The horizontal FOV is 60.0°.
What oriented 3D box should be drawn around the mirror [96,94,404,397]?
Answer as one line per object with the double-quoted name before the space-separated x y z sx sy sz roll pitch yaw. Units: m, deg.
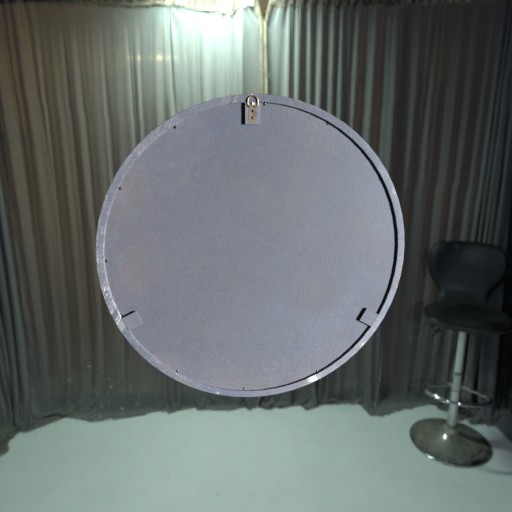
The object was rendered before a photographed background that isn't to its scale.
"mirror" 0.000 0.000 1.032 0.710 0.710 0.038 -2 14 -7
